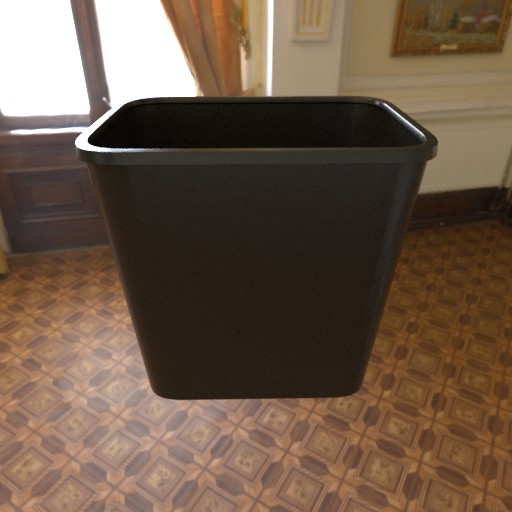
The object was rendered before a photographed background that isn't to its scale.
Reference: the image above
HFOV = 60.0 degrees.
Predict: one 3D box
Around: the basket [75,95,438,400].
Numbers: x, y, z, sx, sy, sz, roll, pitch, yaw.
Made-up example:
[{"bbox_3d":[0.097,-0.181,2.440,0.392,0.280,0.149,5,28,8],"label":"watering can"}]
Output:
[{"bbox_3d":[0.000,0.000,0.502,0.300,0.307,0.211,-1,31,-1],"label":"basket"}]
